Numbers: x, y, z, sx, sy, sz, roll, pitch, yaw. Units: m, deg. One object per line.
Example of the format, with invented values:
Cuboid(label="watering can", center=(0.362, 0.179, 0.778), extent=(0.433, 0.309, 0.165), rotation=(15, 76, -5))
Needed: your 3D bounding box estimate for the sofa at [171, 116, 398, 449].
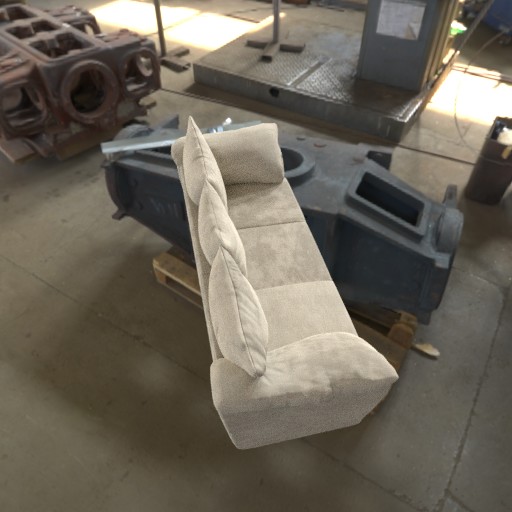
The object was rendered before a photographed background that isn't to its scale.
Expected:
Cuboid(label="sofa", center=(0.000, 0.000, 2.968), extent=(0.893, 0.981, 2.377), rotation=(-9, 47, -9))
